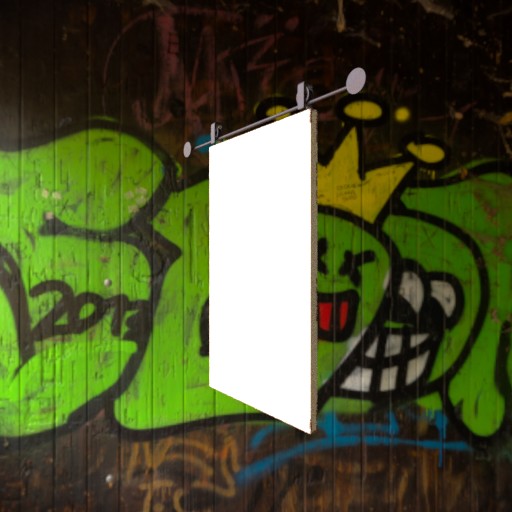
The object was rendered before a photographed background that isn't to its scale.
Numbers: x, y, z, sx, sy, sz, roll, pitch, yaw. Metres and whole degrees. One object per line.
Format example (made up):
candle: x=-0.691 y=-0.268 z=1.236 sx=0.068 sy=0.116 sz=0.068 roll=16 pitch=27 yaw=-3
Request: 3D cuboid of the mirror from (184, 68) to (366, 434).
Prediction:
mirror: x=0.000 y=0.000 z=1.245 sx=0.037 sy=0.844 sz=0.808 roll=0 pitch=0 yaw=-36
